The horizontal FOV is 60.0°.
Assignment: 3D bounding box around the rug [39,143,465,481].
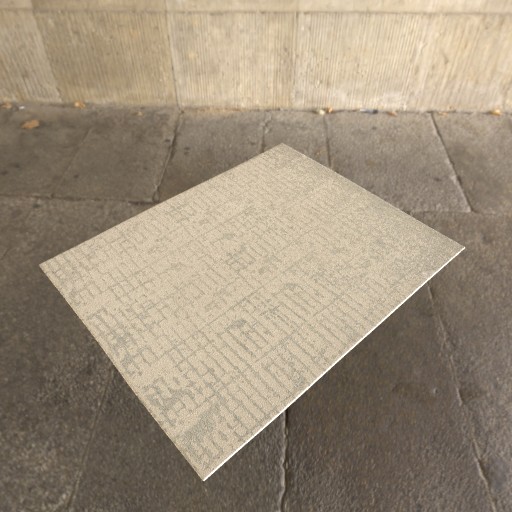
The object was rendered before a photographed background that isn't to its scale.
[{"bbox_3d":[0.000,0.000,4.055,3.061,0.014,2.447,-33,54,-28],"label":"rug"}]
